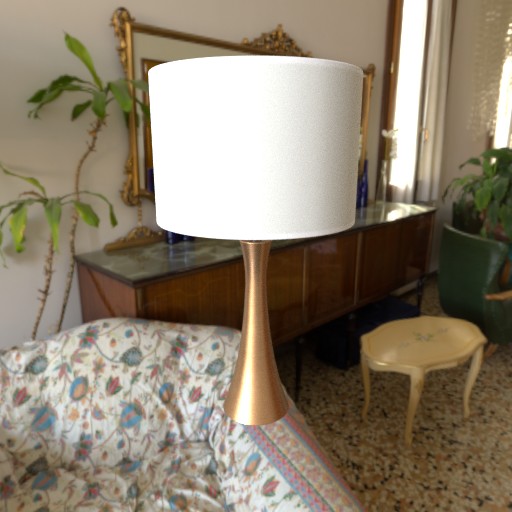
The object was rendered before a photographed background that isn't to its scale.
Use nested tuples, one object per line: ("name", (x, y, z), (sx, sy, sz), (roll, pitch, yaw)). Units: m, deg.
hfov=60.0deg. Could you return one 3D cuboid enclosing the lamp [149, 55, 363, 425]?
("lamp", (0.000, 0.000, 0.627), (0.268, 0.479, 0.268), (2, 15, 9))
